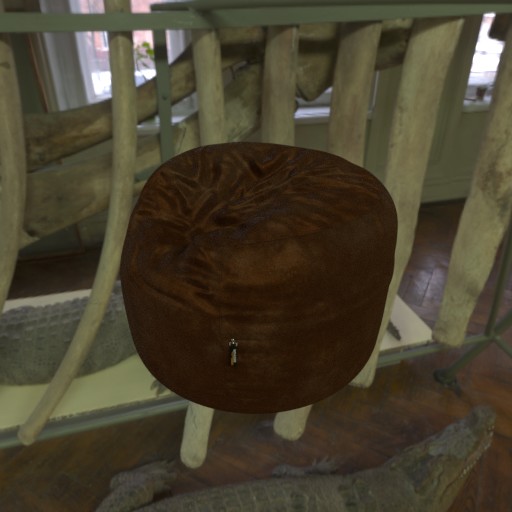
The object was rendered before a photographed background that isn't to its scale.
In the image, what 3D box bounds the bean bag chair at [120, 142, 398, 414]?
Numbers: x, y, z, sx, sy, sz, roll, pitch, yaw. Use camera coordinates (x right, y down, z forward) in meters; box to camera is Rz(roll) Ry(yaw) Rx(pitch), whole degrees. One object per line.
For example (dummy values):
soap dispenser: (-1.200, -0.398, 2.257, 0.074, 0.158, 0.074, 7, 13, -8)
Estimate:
bean bag chair: (0.000, 0.000, 1.534, 0.918, 0.616, 0.918, 0, 31, 0)
